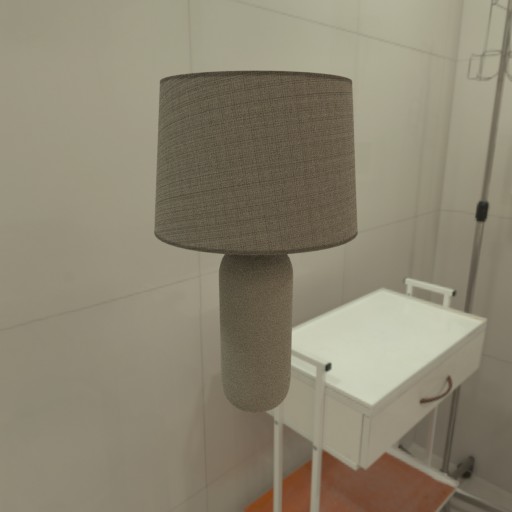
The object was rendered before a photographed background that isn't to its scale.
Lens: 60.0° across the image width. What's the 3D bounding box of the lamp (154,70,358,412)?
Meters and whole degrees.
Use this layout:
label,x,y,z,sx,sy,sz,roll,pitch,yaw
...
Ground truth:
label,x,y,z,sx,sy,sz,roll,pitch,yaw
lamp,0.000,0.000,0.833,0.367,0.609,0.367,0,16,0
